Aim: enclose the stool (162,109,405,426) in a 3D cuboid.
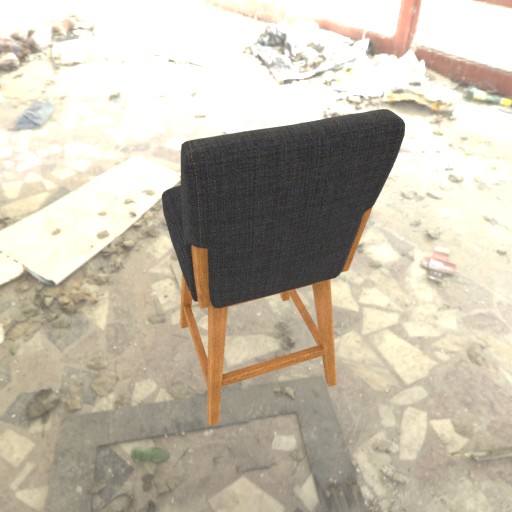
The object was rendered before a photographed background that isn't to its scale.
[{"bbox_3d":[0.000,0.000,1.293,0.459,1.010,0.526,-13,44,-14],"label":"stool"}]
